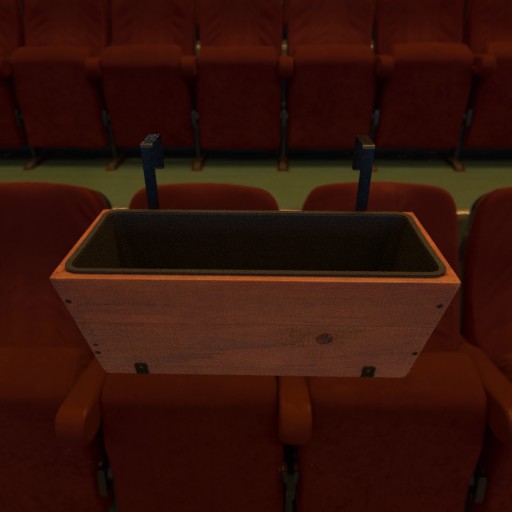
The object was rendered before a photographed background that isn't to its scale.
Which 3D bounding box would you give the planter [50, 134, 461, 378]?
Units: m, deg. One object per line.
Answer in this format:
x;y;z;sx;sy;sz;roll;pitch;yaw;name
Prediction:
0.000;0.000;0.648;0.480;0.289;0.262;1;30;1;planter
